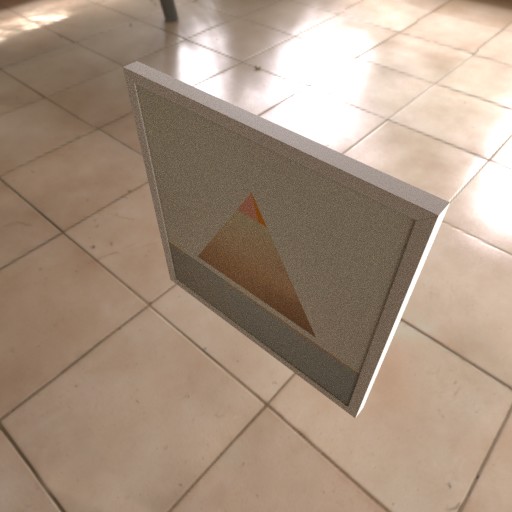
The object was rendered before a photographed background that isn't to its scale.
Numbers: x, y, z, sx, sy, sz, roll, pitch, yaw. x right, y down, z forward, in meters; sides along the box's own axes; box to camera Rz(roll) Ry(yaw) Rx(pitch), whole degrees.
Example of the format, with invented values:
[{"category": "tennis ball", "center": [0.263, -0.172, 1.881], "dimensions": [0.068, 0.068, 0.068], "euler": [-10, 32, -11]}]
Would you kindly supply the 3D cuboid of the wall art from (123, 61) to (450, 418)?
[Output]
[{"category": "wall art", "center": [0.000, 0.000, 1.135], "dimensions": [0.768, 0.765, 0.041], "euler": [32, 55, 26]}]
